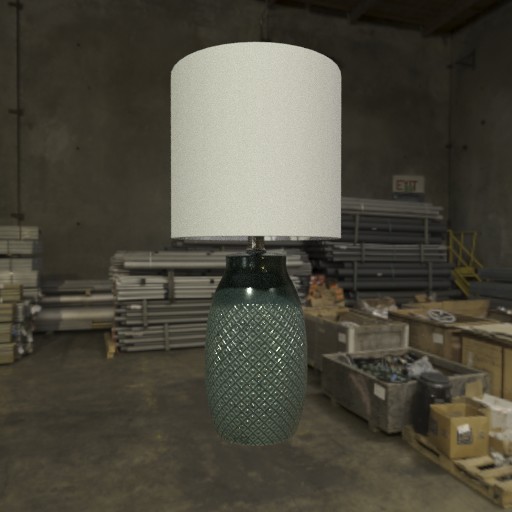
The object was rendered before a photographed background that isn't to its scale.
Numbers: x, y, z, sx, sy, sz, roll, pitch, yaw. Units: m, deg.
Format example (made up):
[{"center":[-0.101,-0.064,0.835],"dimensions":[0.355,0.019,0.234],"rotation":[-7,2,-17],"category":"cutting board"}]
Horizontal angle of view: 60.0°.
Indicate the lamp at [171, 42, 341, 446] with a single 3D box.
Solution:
[{"center":[0.000,0.000,0.577],"dimensions":[0.217,0.453,0.217],"rotation":[0,1,-17],"category":"lamp"}]
